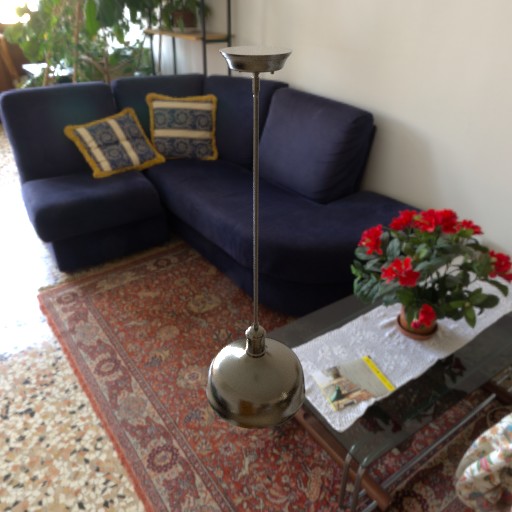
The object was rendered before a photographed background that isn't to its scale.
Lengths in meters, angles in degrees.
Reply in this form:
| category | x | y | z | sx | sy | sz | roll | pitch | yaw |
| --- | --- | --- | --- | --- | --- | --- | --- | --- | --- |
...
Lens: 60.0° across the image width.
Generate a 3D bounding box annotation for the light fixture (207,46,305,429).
| category | x | y | z | sx | sy | sz | roll | pitch | yaw |
| --- | --- | --- | --- | --- | --- | --- | --- | --- | --- |
| light fixture | 0.000 | 0.000 | 1.103 | 0.299 | 0.935 | 0.299 | 10 | 33 | 16 |
